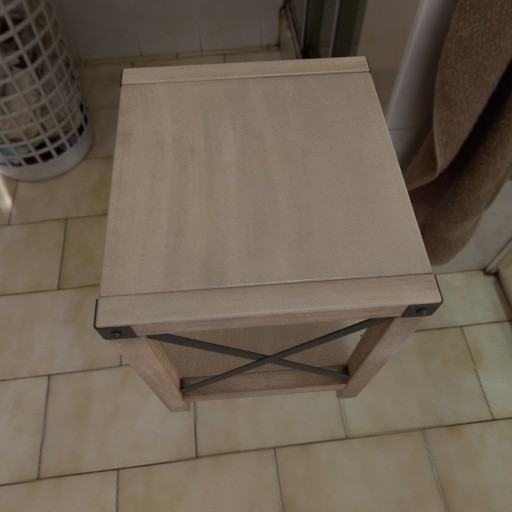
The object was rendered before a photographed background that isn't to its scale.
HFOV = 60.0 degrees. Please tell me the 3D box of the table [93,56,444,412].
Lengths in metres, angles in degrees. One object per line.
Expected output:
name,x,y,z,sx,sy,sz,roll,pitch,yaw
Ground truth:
table,0.000,0.000,0.923,0.459,0.561,0.510,-4,60,-2
